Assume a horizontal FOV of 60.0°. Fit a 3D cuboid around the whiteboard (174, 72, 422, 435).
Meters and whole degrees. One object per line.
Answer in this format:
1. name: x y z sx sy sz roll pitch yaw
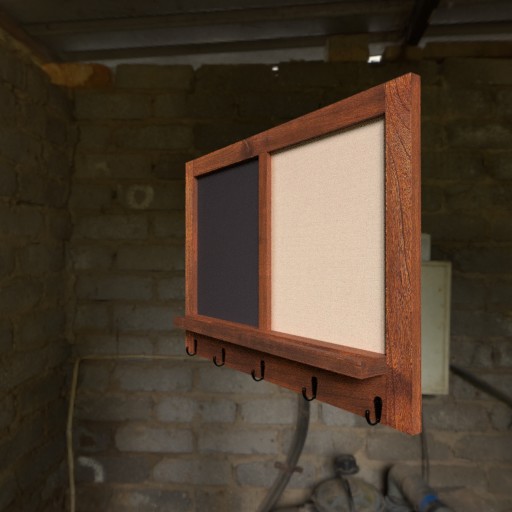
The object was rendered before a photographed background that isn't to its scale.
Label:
1. whiteboard: 0.000 0.000 0.976 0.083 0.553 0.768 0 -1 -35
